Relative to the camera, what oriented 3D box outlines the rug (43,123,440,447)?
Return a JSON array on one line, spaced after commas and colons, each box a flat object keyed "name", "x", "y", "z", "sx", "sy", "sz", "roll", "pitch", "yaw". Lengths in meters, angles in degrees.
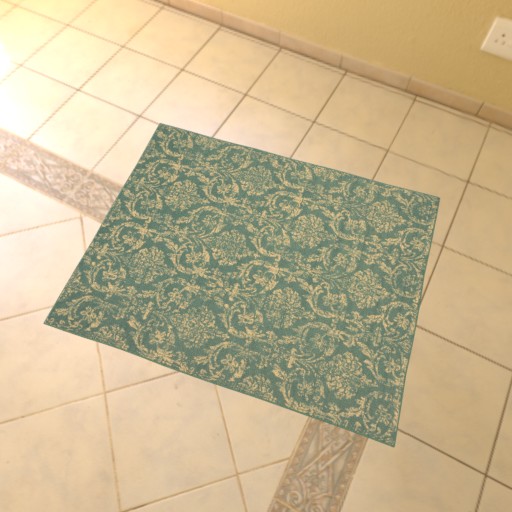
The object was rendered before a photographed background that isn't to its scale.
[{"name": "rug", "x": 0.000, "y": 0.000, "z": 4.017, "sx": 2.980, "sy": 0.012, "sz": 2.363, "roll": 17, "pitch": 64, "yaw": 8}]
